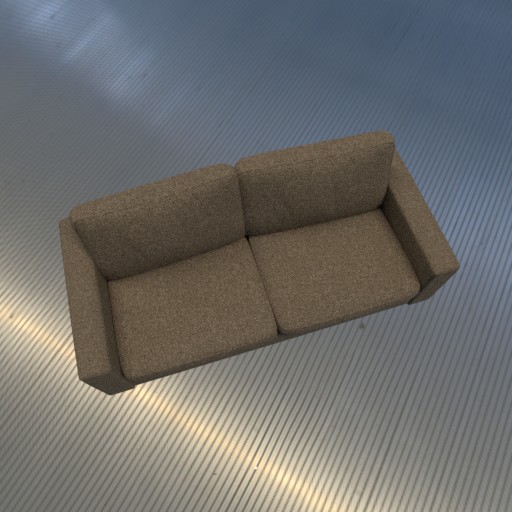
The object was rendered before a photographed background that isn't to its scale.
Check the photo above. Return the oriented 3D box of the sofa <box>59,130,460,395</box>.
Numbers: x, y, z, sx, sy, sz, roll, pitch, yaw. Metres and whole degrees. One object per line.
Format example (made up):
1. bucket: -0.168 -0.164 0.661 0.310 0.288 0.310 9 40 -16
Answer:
1. sofa: 0.000 0.000 2.691 2.179 0.873 1.016 -15 65 -7
